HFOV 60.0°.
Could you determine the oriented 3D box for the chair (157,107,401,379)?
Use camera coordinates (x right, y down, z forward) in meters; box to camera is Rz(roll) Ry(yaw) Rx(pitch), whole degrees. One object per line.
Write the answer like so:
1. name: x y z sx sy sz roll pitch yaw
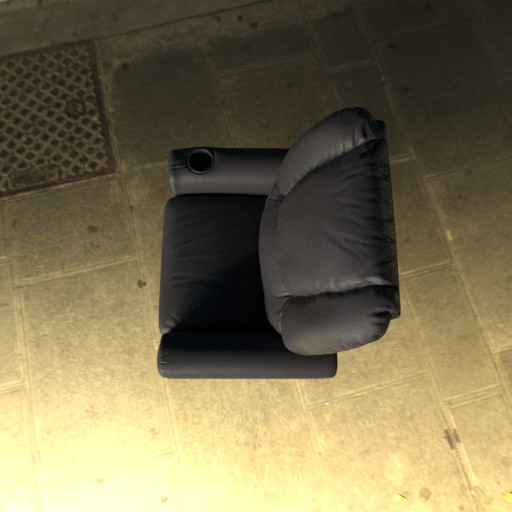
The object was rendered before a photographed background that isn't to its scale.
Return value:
1. chair: 0.000 0.000 1.138 0.521 0.709 0.610 0 76 0
